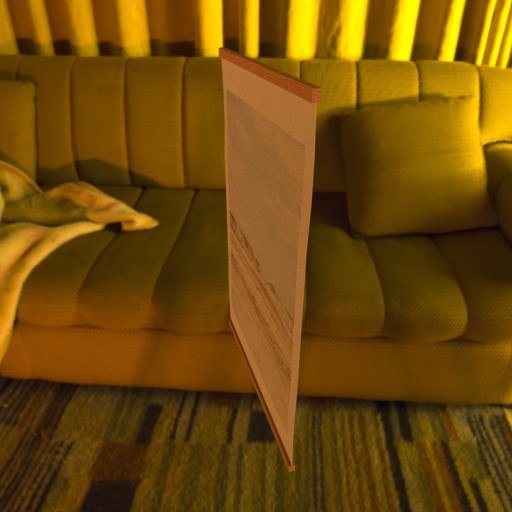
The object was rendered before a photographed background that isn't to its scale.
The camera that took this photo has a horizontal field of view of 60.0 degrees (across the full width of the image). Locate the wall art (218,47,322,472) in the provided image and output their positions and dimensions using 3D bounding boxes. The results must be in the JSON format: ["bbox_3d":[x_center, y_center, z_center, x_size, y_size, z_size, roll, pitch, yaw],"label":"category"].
[{"bbox_3d":[0.000,0.000,1.885,0.025,1.521,1.011,-9,32,-15],"label":"wall art"}]
